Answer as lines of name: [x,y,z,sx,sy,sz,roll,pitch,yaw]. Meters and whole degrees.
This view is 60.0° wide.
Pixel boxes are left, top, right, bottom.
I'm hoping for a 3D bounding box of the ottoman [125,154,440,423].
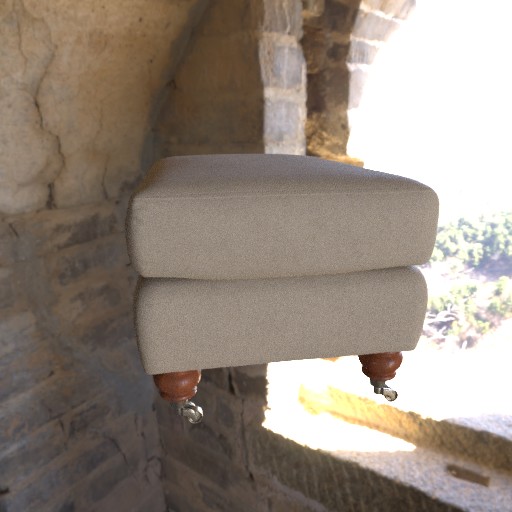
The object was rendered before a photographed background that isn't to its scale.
ottoman: [0.000,0.000,1.151,0.569,0.504,0.773,-3,16,-9]
